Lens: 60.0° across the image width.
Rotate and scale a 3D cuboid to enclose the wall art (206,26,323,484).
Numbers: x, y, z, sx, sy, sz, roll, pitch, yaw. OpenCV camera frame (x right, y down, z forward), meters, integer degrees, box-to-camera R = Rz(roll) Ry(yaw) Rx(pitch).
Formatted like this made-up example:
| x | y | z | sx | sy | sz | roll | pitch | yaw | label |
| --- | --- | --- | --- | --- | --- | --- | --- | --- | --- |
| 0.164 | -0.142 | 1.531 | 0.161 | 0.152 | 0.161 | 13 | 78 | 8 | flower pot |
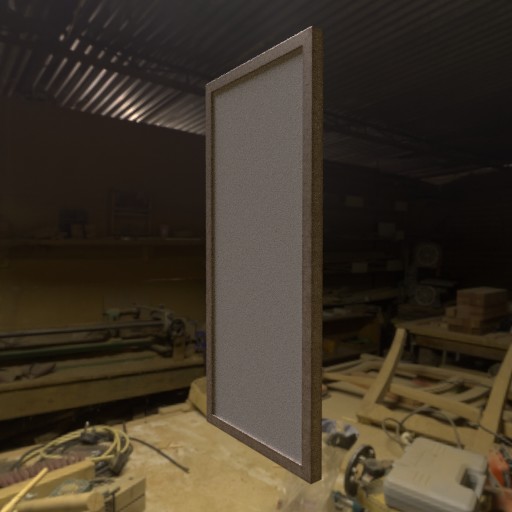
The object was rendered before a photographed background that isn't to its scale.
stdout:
| x | y | z | sx | sy | sz | roll | pitch | yaw | label |
| --- | --- | --- | --- | --- | --- | --- | --- | --- | --- |
| 0.000 | 0.000 | 1.683 | 0.051 | 1.461 | 0.648 | -1 | 2 | -37 | wall art |
